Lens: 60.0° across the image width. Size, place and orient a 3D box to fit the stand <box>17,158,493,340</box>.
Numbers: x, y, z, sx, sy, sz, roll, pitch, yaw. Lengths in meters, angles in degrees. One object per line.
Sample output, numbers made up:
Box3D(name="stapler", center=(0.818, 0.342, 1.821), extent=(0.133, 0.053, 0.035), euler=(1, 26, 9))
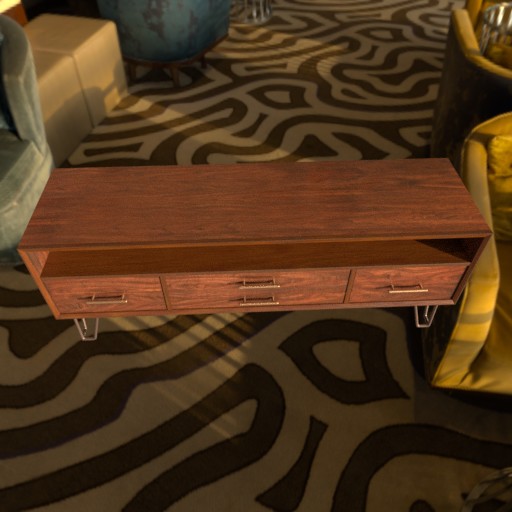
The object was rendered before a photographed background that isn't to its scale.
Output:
Box3D(name="stand", center=(0.000, 0.000, 1.883), extent=(1.626, 0.610, 0.481), euler=(-2, 47, -2))
